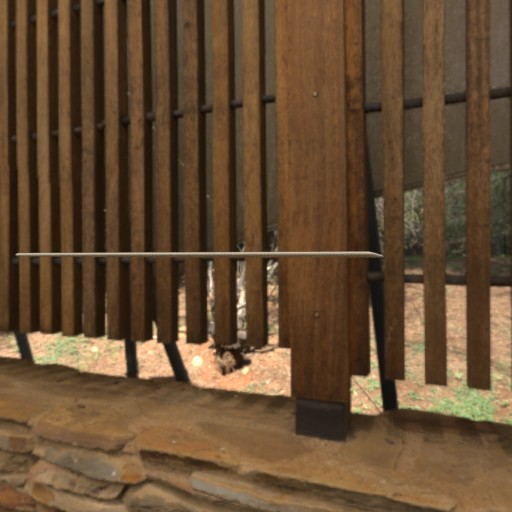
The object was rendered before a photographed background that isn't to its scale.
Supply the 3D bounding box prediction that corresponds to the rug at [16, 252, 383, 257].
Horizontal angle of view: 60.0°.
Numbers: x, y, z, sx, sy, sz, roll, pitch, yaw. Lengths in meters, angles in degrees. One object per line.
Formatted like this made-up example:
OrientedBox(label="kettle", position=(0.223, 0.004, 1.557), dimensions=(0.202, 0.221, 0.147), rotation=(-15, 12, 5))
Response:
OrientedBox(label="rug", position=(0.000, 0.000, 2.813), dimensions=(1.528, 0.014, 2.294), rotation=(0, 0, 17))
